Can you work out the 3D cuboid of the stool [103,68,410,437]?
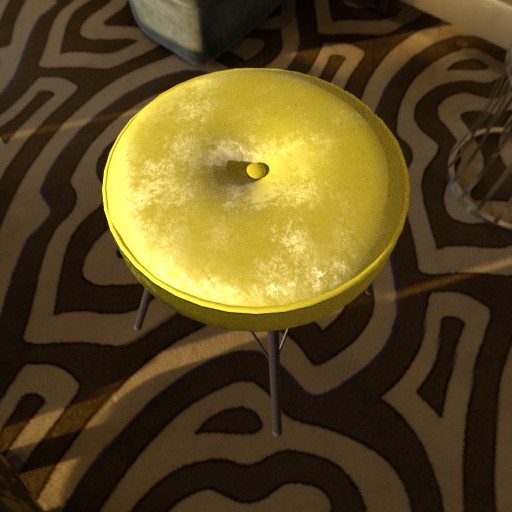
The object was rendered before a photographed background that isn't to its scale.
[{"bbox_3d":[0.000,0.000,0.801,0.409,0.508,0.409,32,66,16],"label":"stool"}]
